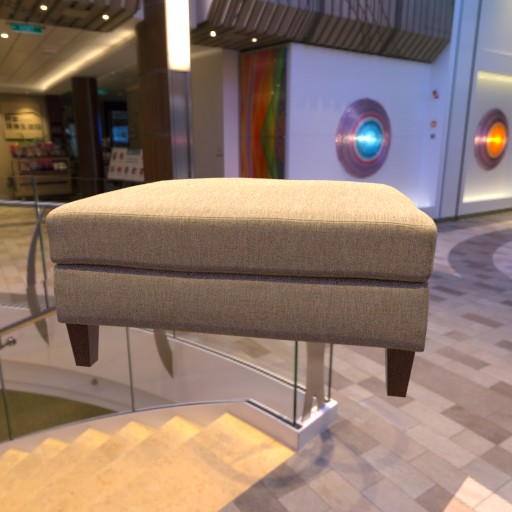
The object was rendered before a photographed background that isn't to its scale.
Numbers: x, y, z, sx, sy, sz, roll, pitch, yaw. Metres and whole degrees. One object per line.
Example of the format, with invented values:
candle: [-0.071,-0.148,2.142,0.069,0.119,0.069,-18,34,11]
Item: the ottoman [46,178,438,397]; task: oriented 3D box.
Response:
ottoman: [0.000,0.000,1.481,0.976,0.492,0.836,3,14,10]
